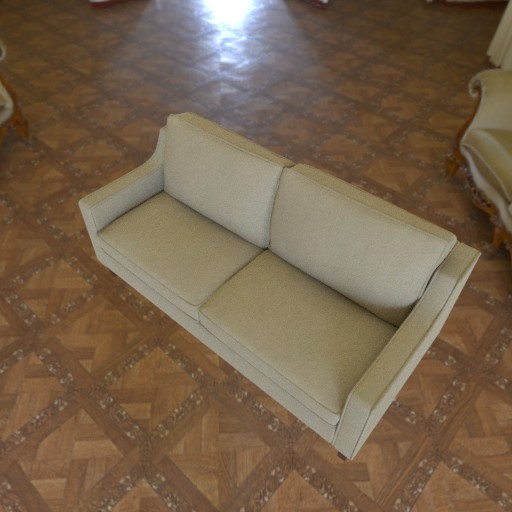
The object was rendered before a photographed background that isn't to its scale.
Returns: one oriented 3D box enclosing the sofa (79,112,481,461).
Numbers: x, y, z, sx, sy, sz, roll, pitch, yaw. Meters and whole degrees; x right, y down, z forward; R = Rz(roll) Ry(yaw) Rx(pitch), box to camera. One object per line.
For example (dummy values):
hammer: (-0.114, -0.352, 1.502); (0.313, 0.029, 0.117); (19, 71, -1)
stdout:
sofa: (0.000, 0.000, 2.755); (2.178, 1.071, 1.066); (32, 54, 27)
